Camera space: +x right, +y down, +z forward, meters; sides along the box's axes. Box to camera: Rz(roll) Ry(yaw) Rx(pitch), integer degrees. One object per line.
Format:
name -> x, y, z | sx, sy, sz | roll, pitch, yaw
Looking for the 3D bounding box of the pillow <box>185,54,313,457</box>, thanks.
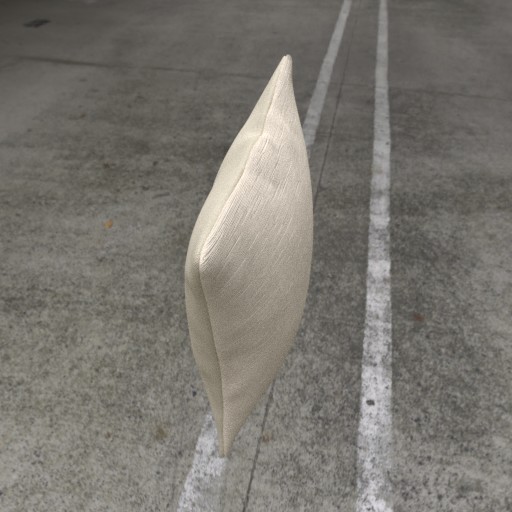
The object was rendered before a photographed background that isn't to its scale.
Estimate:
pillow -> 0.000, 0.000, 0.648 | 0.162, 0.420, 0.437 | 9, 46, 9
